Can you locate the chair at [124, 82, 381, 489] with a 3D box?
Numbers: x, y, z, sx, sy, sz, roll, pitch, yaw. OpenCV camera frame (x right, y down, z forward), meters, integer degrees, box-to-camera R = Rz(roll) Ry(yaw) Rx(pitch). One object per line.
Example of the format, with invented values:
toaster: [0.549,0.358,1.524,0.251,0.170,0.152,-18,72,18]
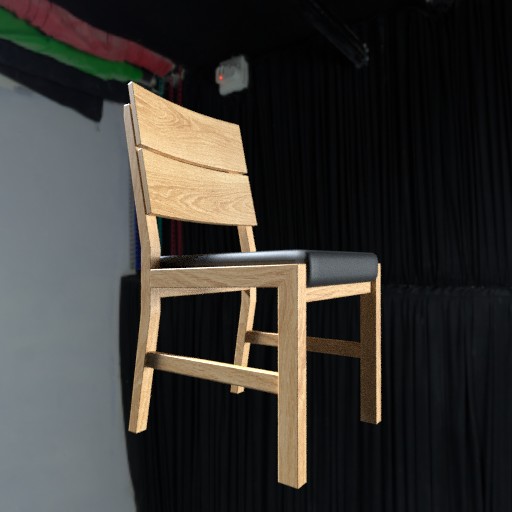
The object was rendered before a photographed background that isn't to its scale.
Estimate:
chair: [0.000,0.000,1.253,0.569,0.950,0.475,-1,-1,36]
